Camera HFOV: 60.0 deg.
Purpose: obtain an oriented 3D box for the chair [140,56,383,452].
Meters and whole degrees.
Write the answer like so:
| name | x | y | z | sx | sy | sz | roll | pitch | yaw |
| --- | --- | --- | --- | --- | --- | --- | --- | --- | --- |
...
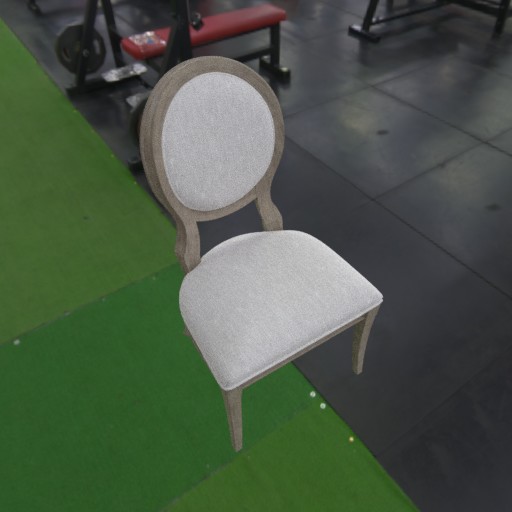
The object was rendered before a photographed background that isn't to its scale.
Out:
| name | x | y | z | sx | sy | sz | roll | pitch | yaw |
| --- | --- | --- | --- | --- | --- | --- | --- | --- | --- |
| chair | 0.000 | 0.000 | 1.337 | 0.558 | 0.990 | 0.602 | -25 | 51 | -22 |
